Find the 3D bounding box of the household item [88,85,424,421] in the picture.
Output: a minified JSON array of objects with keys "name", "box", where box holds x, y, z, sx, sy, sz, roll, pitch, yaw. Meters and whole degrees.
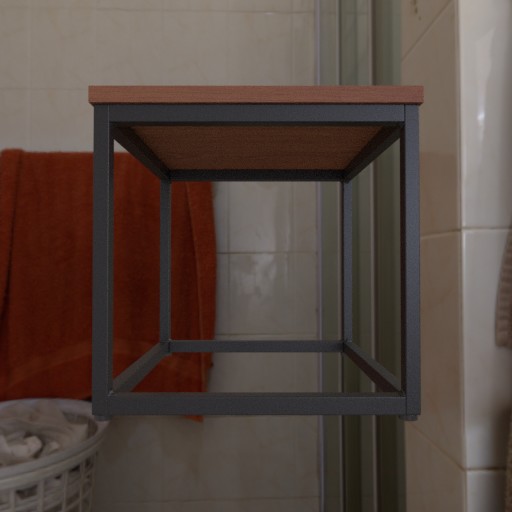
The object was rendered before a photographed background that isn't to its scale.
[{"name":"household item","box":[0.000,0.000,0.725,0.400,0.400,0.400,0,-1,0]}]
